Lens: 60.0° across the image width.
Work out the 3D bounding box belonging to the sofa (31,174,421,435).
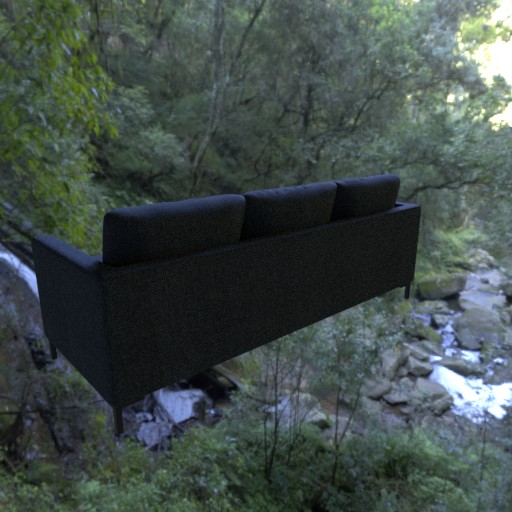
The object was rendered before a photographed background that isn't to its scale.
[{"bbox_3d":[0.000,0.000,2.618,2.218,0.874,0.859,-14,22,-39],"label":"sofa"}]
